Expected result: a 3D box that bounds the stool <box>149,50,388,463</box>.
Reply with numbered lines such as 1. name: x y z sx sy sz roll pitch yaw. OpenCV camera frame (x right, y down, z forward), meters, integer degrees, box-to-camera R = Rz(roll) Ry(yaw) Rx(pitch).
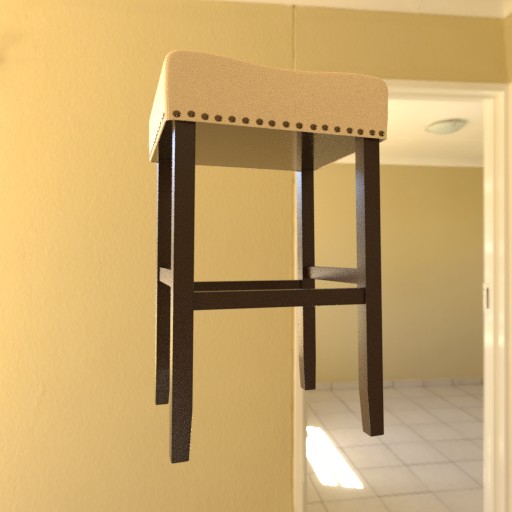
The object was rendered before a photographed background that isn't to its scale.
1. stool: 0.000 0.000 1.051 0.471 0.762 0.401 0 0 -18
